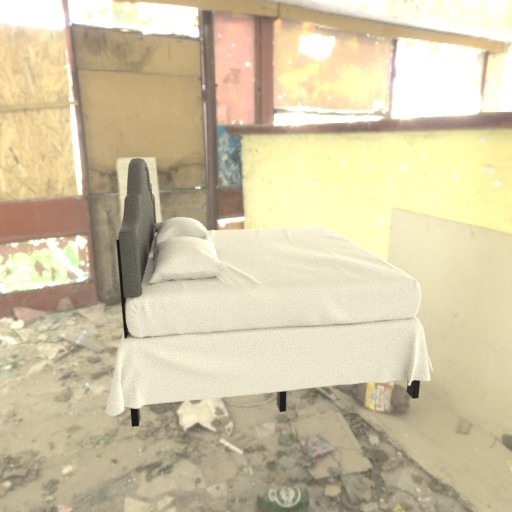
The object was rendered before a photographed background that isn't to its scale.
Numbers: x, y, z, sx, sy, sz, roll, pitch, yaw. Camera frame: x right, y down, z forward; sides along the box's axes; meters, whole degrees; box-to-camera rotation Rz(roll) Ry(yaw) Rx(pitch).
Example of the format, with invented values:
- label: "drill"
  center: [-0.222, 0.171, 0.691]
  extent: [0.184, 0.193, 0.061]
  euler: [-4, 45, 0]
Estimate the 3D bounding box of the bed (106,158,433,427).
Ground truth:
- label: "bed"
  center: [0.000, 0.000, 3.756]
  extent: [2.222, 1.631, 2.303]
  euler: [-2, 15, -9]
